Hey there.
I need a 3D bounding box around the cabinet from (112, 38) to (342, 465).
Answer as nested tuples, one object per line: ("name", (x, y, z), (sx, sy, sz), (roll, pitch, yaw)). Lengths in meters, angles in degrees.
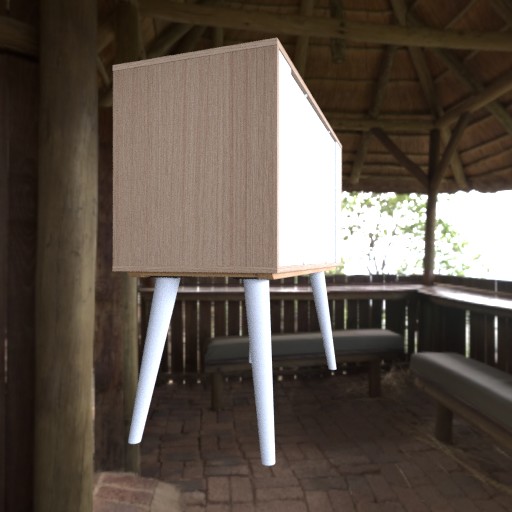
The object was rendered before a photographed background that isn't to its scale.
("cabinet", (0.000, 0.000, 1.609), (0.470, 1.016, 1.057), (0, 0, 19))
